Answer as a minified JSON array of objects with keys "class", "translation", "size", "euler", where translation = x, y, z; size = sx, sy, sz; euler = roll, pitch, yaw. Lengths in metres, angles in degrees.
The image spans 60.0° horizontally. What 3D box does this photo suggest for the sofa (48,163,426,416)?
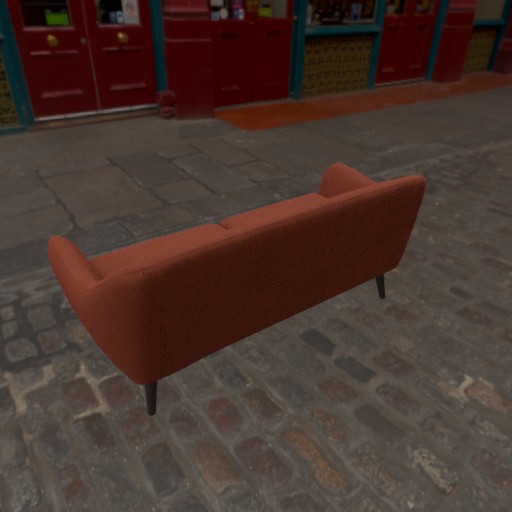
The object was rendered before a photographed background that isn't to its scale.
[{"class":"sofa","translation":[0.000,0.000,2.298],"size":[1.840,0.836,0.820],"euler":[-20,36,-30]}]
